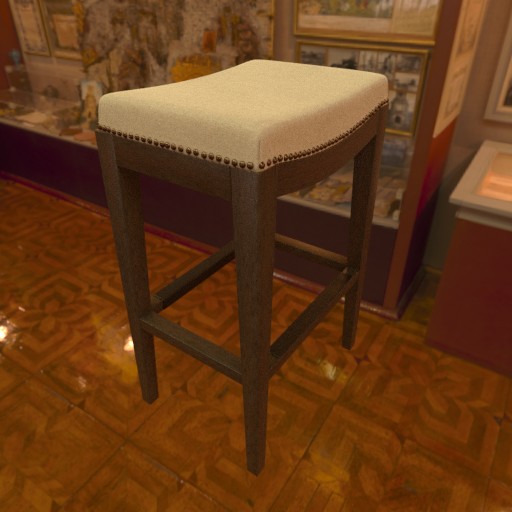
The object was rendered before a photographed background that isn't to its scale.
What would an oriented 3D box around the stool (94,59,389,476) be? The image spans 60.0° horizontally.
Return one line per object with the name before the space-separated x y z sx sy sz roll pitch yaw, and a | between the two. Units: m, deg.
stool | 0.000 0.000 1.017 0.358 0.759 0.498 21 38 29
